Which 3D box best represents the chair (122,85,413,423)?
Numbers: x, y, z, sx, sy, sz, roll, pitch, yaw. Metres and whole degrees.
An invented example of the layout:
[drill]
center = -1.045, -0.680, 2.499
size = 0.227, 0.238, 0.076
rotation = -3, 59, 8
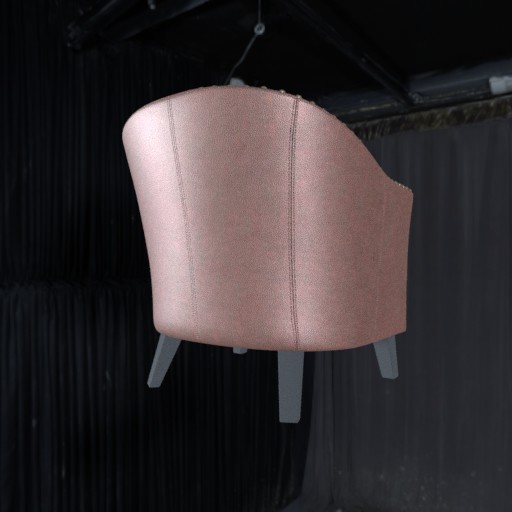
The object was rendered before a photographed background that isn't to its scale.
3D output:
[chair]
center = 0.000, 0.000, 1.416
size = 0.794, 0.823, 0.748
rotation = 0, 0, 36
